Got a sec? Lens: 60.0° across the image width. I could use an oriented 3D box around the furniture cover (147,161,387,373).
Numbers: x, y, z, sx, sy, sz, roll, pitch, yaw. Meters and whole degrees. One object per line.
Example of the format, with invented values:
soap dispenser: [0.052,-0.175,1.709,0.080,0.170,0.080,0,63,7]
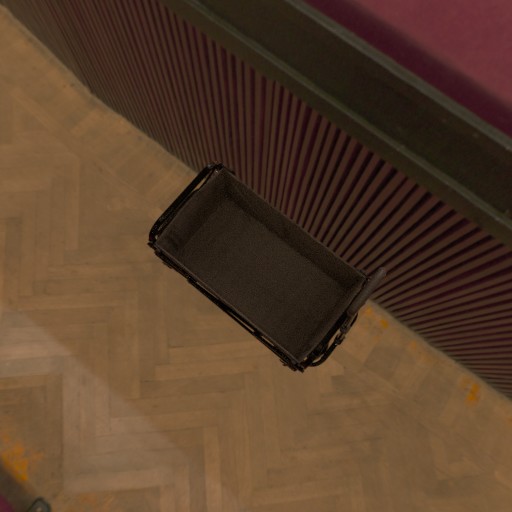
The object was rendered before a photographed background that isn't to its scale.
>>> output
furniture cover: [0.000,0.000,1.806,1.038,1.295,0.532,39,80,8]
